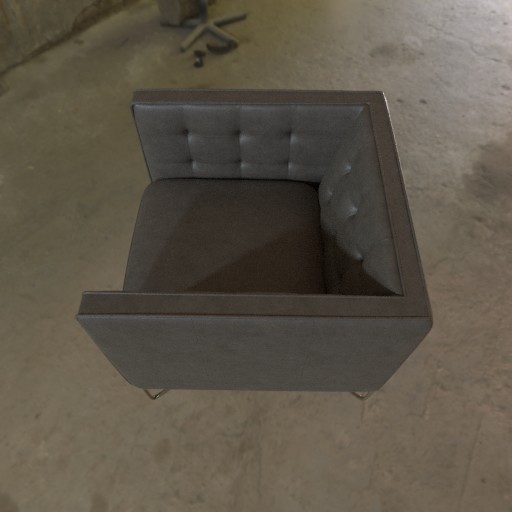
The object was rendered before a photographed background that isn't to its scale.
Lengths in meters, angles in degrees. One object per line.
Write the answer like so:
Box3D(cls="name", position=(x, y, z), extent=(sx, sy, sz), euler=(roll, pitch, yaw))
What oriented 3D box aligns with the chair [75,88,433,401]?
Box3D(cls="chair", position=(0.000, 0.000, 1.604), extent=(0.894, 0.790, 0.880), euler=(1, 58, 0))
